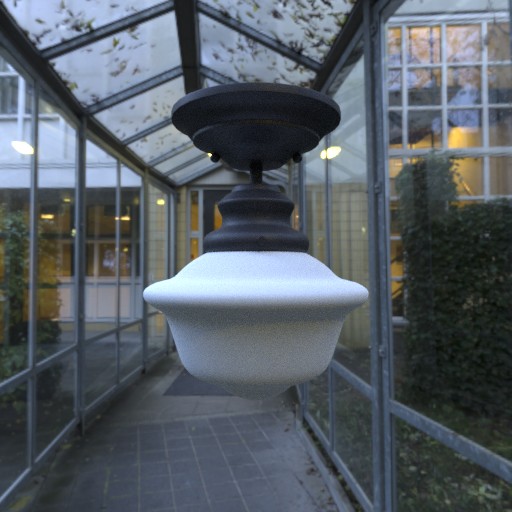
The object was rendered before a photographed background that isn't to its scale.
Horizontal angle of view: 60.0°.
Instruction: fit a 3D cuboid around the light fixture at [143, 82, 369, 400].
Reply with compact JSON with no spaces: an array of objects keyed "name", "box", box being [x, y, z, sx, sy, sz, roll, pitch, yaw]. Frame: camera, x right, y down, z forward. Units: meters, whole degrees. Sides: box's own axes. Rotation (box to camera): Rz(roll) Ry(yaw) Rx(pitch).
[{"name":"light fixture","box":[0.000,0.000,0.400,0.197,0.254,0.197,0,-2,0]}]
